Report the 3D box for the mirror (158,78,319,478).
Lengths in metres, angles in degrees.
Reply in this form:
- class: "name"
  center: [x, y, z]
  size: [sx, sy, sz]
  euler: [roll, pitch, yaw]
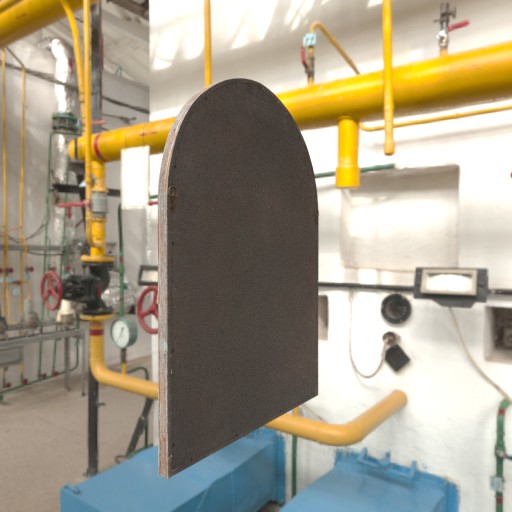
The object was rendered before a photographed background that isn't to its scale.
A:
- class: "mirror"
  center: [0.000, 0.000, 1.191]
  size: [0.032, 0.920, 0.660]
  euler: [0, 1, 36]
